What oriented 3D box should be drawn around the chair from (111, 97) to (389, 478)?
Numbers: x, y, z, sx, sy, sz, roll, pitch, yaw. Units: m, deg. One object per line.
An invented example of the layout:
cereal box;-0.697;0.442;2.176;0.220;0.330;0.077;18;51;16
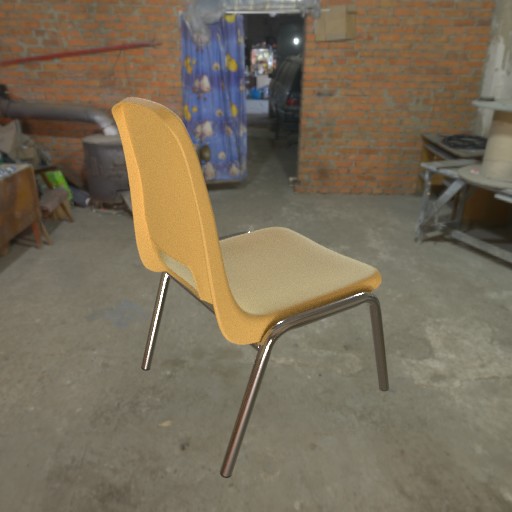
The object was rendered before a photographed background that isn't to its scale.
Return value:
chair;0.000;0.000;0.773;0.385;0.536;0.354;-16;29;-32
